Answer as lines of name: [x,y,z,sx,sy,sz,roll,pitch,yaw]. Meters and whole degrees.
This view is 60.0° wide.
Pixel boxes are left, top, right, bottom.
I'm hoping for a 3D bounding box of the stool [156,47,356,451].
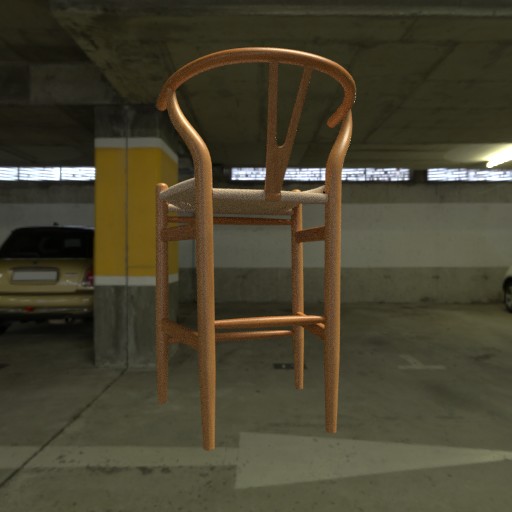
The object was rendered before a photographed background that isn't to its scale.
stool: [0.000,0.000,1.307,0.569,0.970,0.579,0,0,-18]
